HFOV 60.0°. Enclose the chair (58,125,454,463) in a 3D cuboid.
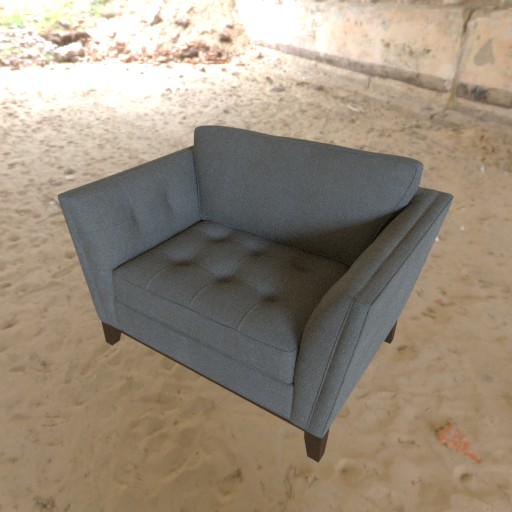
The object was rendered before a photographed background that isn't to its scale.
[{"bbox_3d":[0.000,0.000,2.032,1.396,0.942,0.965,19,36,29],"label":"chair"}]
